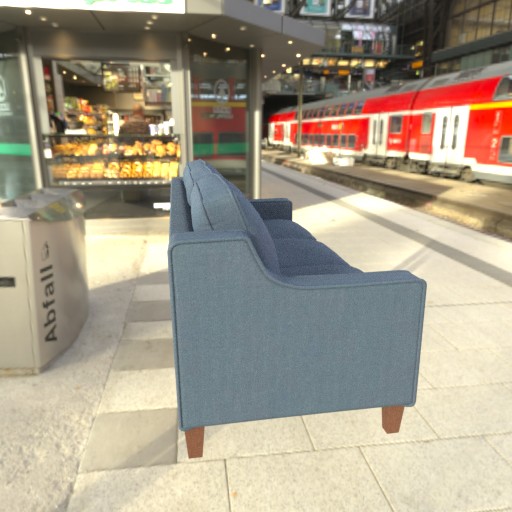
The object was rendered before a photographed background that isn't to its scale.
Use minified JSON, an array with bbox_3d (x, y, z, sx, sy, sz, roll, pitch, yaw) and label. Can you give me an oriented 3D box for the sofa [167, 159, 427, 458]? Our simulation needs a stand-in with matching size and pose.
[{"bbox_3d":[0.000,0.000,2.463,0.911,0.974,1.986,-3,16,-10],"label":"sofa"}]
